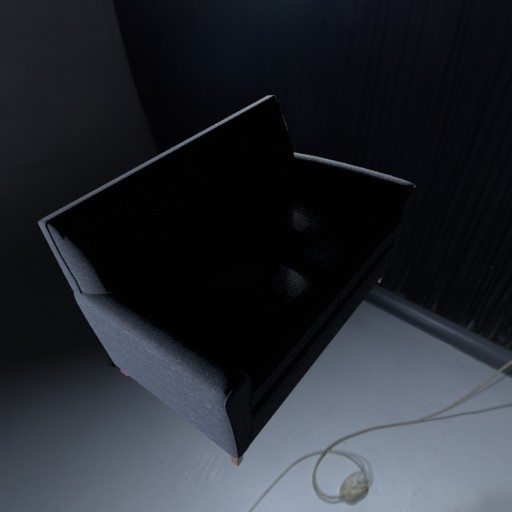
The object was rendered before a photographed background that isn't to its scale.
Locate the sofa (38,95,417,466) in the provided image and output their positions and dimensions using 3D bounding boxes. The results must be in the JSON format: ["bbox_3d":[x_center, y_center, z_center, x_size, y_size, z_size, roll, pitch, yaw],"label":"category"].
[{"bbox_3d":[0.000,0.000,1.999,0.875,0.846,1.420,27,49,27],"label":"sofa"}]
